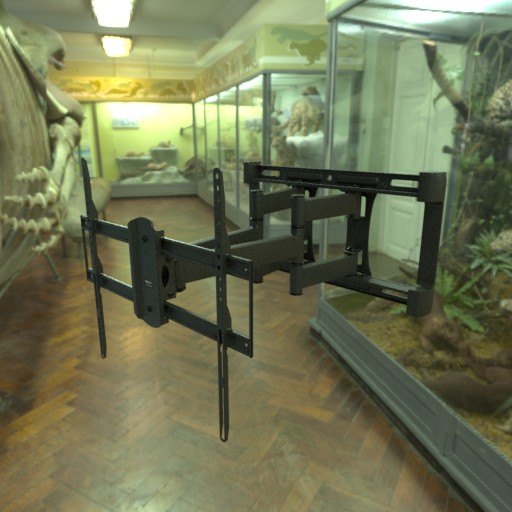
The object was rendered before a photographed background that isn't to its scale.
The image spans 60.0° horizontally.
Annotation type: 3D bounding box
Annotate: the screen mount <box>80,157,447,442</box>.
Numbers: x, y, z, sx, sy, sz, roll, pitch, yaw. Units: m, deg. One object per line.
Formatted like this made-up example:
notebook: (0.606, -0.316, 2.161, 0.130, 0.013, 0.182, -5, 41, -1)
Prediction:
screen mount: (0.000, 0.000, 0.961, 0.571, 0.424, 0.556, 14, 21, 42)
